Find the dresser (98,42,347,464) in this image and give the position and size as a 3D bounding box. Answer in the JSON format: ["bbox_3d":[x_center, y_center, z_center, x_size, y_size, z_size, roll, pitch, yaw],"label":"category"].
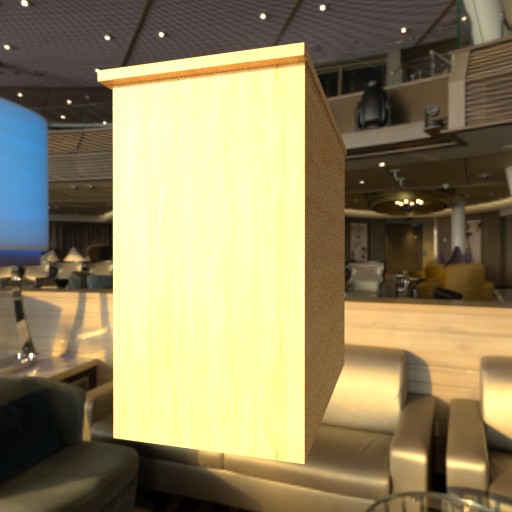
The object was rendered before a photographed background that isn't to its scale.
[{"bbox_3d":[0.000,0.000,1.195,0.410,0.730,0.800,0,0,17],"label":"dresser"}]
